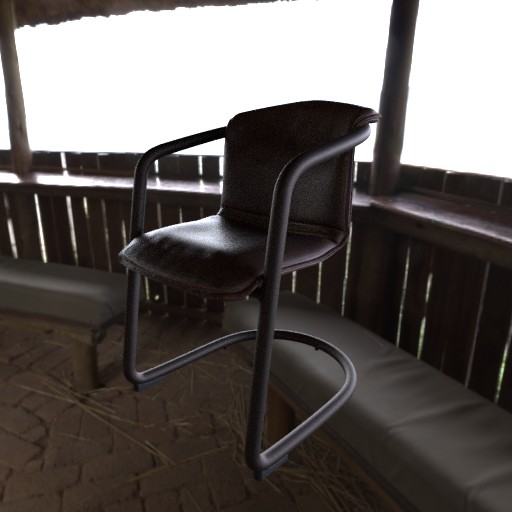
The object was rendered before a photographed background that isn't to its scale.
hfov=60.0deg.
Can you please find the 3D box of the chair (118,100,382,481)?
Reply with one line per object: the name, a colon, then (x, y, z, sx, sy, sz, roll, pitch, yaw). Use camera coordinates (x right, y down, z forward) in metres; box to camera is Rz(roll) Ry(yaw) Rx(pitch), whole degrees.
chair: (0.000, 0.000, 1.234, 0.536, 0.836, 0.664, 15, 23, 41)
